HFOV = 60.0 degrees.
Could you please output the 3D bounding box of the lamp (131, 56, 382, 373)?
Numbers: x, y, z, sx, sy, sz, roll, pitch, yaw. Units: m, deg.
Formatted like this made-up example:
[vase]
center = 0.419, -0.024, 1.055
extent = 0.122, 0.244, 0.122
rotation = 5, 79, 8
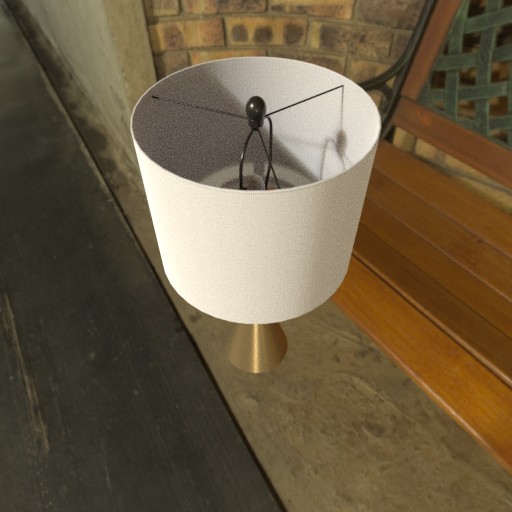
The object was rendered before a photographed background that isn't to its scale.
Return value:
[lamp]
center = 0.000, 0.000, 0.745
extent = 0.304, 0.573, 0.304
rotation = 17, 51, 15
